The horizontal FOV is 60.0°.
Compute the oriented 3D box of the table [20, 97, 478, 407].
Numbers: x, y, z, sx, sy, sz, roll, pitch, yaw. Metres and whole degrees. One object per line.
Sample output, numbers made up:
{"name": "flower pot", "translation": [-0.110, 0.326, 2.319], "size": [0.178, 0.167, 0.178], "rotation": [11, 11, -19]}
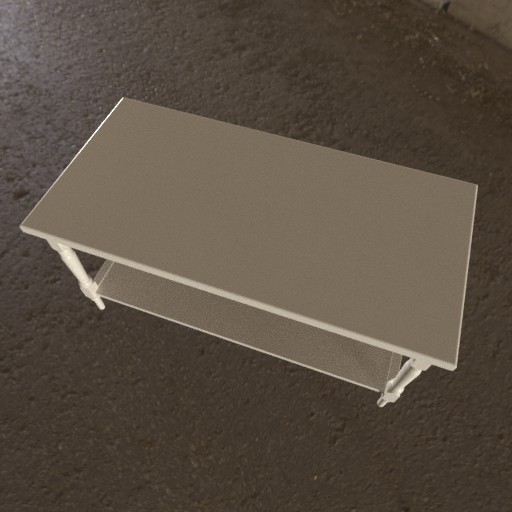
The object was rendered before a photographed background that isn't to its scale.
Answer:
{"name": "table", "translation": [0.000, 0.000, 1.398], "size": [1.107, 0.510, 0.550], "rotation": [17, 59, 11]}
